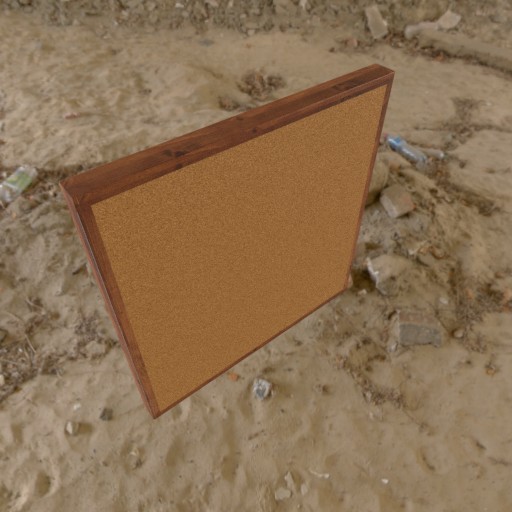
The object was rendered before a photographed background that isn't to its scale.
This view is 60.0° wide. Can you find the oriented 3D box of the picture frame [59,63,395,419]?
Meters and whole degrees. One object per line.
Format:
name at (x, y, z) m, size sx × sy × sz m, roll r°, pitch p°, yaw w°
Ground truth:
picture frame at (0.000, 0.000, 0.524) m, size 0.352 × 0.356 × 0.028 m, roll -29°, pitch 52°, yaw -26°
